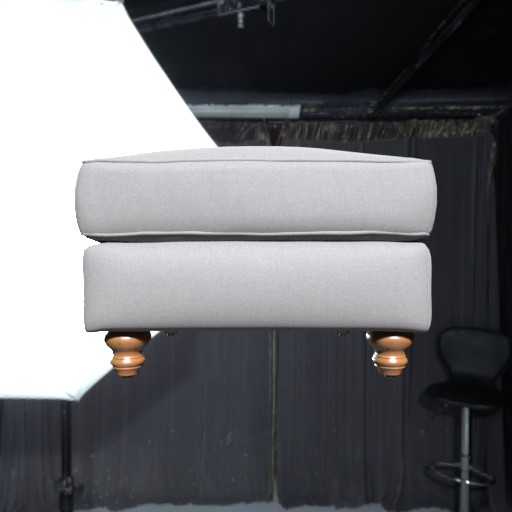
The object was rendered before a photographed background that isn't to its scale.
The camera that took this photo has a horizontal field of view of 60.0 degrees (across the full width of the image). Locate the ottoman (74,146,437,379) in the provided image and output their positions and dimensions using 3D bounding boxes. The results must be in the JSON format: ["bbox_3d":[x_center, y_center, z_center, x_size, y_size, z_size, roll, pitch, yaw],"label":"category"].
[{"bbox_3d":[0.000,0.000,1.166,0.721,0.505,0.662,0,0,0],"label":"ottoman"}]
